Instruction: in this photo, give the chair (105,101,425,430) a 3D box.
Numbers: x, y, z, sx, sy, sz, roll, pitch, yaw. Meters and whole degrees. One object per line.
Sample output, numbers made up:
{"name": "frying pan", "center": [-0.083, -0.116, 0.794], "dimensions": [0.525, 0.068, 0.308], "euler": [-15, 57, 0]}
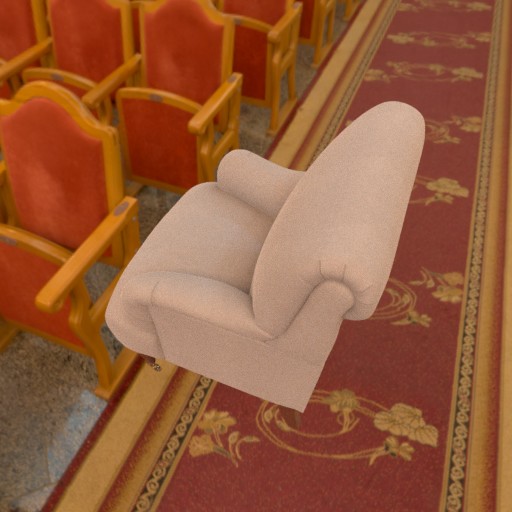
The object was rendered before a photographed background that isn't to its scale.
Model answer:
{"name": "chair", "center": [0.000, 0.000, 1.513], "dimensions": [0.842, 0.942, 0.766], "euler": [17, 50, 15]}
